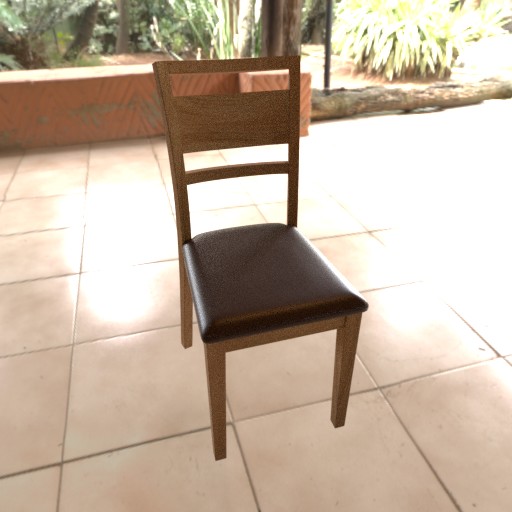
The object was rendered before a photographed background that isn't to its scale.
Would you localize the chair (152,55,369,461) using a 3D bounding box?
[{"bbox_3d":[0.000,0.000,1.212,0.420,0.940,0.545,-9,33,-14],"label":"chair"}]
